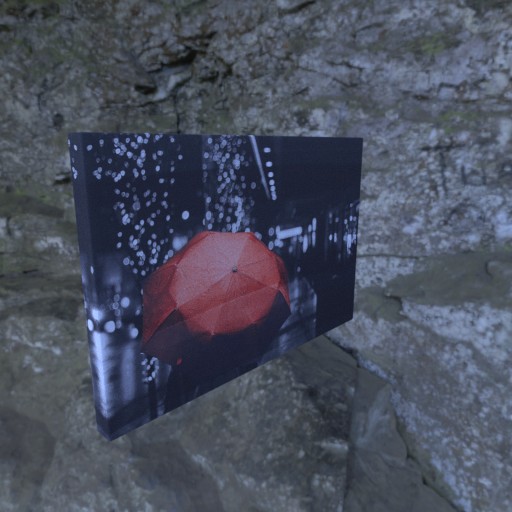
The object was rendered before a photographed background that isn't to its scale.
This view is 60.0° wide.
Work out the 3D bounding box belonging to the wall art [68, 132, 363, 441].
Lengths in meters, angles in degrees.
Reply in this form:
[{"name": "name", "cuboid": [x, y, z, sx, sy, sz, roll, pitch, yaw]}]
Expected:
[{"name": "wall art", "cuboid": [0.000, 0.000, 0.776, 0.037, 0.406, 0.609, 13, 19, 42]}]
